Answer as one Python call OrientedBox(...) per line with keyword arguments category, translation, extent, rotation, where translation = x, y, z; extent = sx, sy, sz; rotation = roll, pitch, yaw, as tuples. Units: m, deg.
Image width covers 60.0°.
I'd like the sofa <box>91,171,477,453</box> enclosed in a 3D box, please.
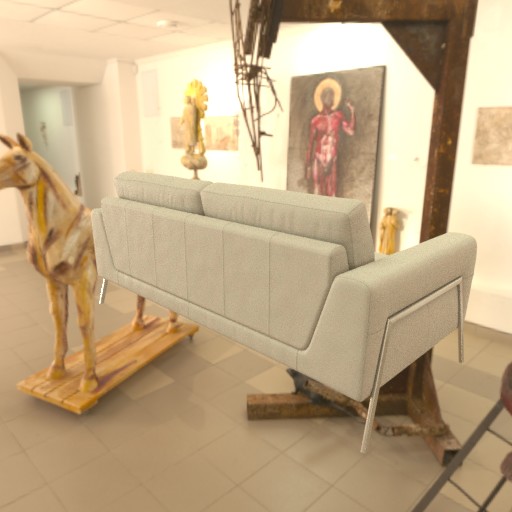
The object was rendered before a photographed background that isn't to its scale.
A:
OrientedBox(category="sofa", translation=(0.000, 0.000, 2.464), extent=(2.017, 0.875, 0.953), rotation=(15, 22, 43))
